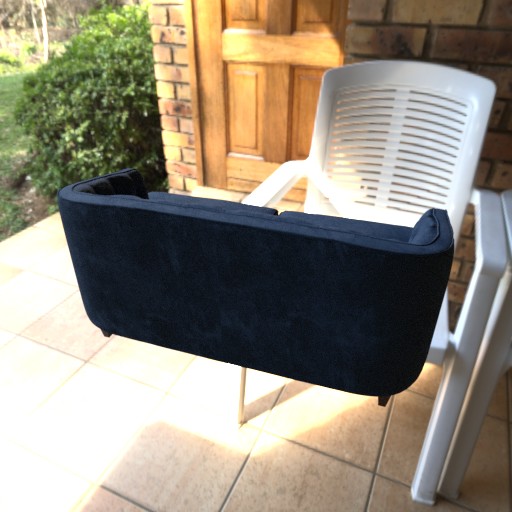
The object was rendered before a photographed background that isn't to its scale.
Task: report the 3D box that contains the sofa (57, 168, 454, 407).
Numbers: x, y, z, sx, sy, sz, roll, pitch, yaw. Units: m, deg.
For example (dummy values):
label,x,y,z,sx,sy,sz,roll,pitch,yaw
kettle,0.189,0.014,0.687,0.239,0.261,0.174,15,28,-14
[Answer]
label,x,y,z,sx,sy,sz,roll,pitch,yaw
sofa,0.000,0.000,2.222,1.733,0.854,0.941,10,33,16
